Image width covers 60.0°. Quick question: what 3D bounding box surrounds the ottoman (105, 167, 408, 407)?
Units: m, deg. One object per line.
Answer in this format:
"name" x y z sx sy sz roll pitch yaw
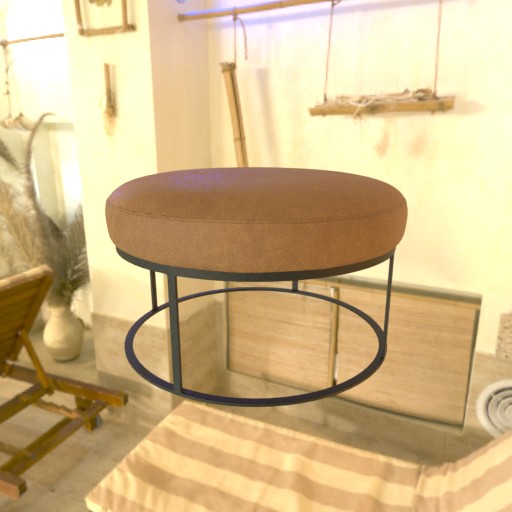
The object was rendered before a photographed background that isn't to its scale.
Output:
"ottoman" 0.000 0.000 1.230 0.771 0.460 0.771 0 16 0
